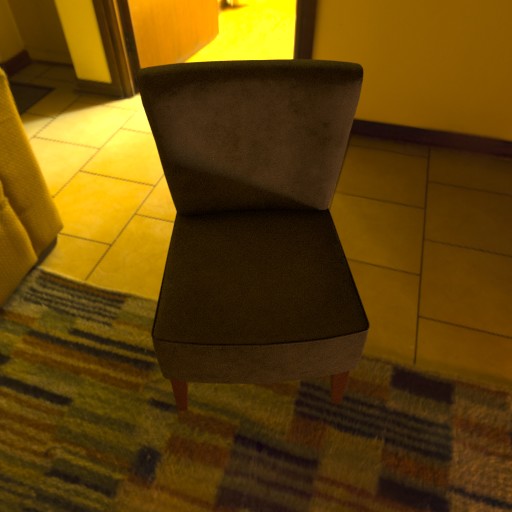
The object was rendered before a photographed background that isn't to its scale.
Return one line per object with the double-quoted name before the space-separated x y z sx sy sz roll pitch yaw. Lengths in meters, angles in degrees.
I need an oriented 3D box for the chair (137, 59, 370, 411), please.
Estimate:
"chair" 0.000 0.000 1.159 0.521 0.806 0.554 -2 47 -2
